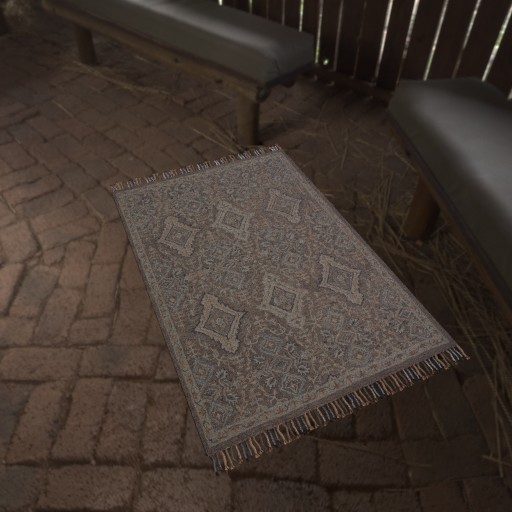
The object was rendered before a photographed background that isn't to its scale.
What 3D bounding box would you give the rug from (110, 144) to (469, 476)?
[{"bbox_3d":[0.000,0.000,3.024,1.516,0.010,2.434,-18,48,-17],"label":"rug"}]
